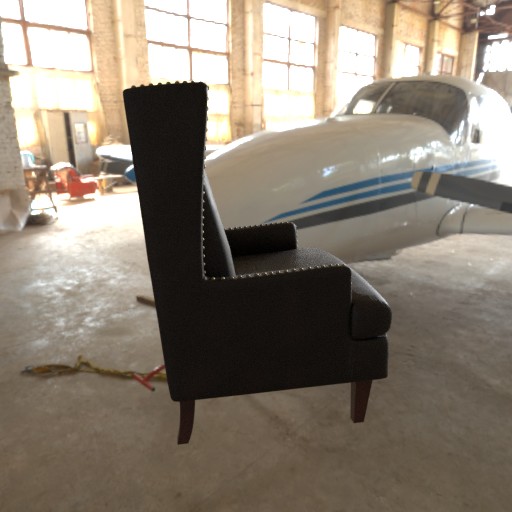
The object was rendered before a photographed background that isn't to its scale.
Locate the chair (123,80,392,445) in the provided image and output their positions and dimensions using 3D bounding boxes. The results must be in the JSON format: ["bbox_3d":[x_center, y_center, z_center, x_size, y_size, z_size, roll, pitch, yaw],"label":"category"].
[{"bbox_3d":[0.000,0.000,1.634,0.799,1.142,0.703,-3,16,-10],"label":"chair"}]
